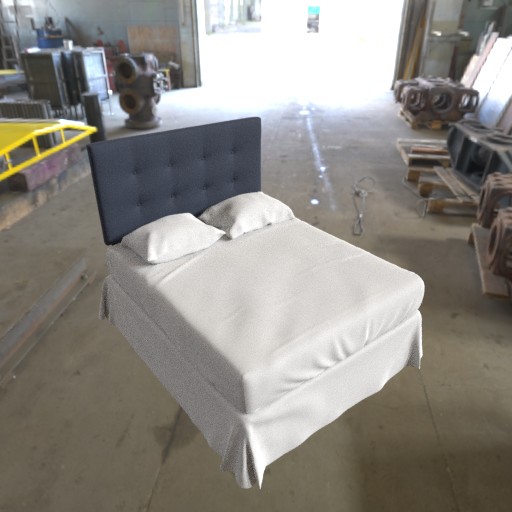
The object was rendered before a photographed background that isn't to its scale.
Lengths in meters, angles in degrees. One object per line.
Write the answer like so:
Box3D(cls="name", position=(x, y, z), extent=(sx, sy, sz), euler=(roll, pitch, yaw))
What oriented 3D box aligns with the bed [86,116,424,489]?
Box3D(cls="bed", position=(0.000, 0.000, 3.407), extent=(1.936, 1.577, 2.222), euler=(-21, 35, -33))
